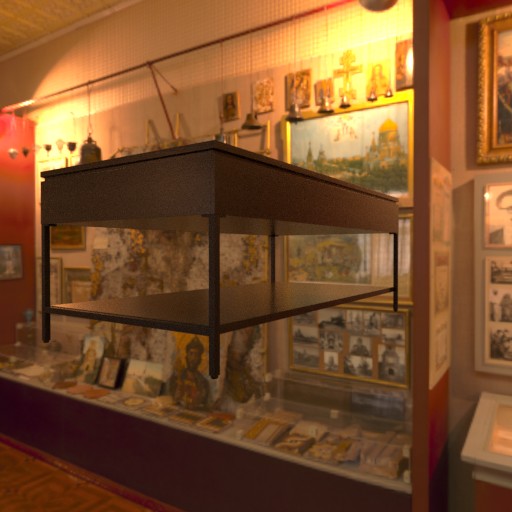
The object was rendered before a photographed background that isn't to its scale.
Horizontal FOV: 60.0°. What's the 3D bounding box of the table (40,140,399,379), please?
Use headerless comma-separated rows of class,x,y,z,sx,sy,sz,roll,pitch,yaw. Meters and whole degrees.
table,0.000,0.000,1.413,0.574,0.435,1.095,1,1,35
